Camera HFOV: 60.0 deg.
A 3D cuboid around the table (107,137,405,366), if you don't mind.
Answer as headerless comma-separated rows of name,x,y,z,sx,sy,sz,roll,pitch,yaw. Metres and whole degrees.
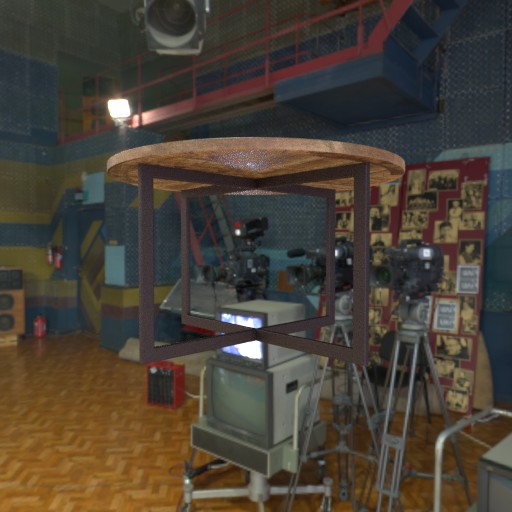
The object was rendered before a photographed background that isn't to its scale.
table,0.000,0.000,1.993,1.264,0.762,1.264,0,2,0
